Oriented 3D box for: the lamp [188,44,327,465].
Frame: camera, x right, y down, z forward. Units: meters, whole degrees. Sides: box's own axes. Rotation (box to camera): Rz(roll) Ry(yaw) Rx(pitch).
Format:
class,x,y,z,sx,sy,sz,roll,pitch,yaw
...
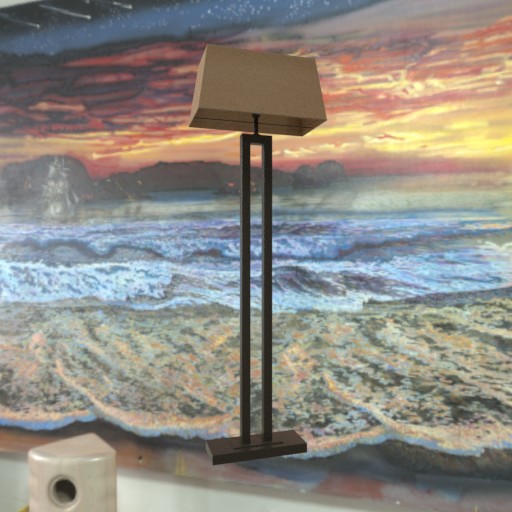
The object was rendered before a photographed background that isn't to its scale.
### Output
class,x,y,z,sx,sy,sz,roll,pitch,yaw
lamp,0.000,0.000,1.669,0.475,1.469,0.233,0,0,-17
